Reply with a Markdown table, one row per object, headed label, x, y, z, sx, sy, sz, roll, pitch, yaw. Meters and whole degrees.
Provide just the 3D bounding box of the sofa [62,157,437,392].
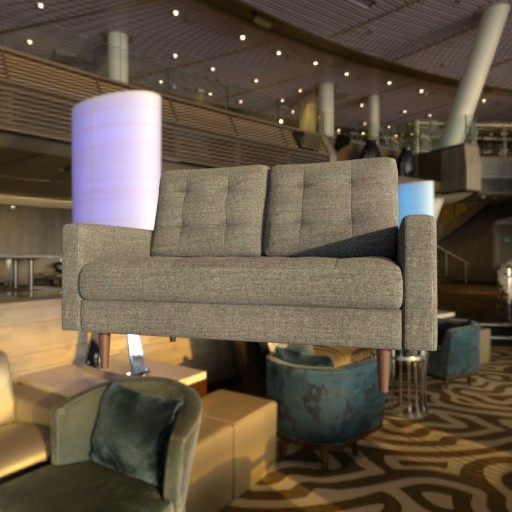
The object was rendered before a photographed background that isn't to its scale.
| label | x | y | z | sx | sy | sz | roll | pitch | yaw |
| --- | --- | --- | --- | --- | --- | --- | --- | --- | --- |
| sofa | 0.000 | 0.000 | 1.938 | 1.407 | 0.907 | 0.842 | 0 | 0 | 17 |
